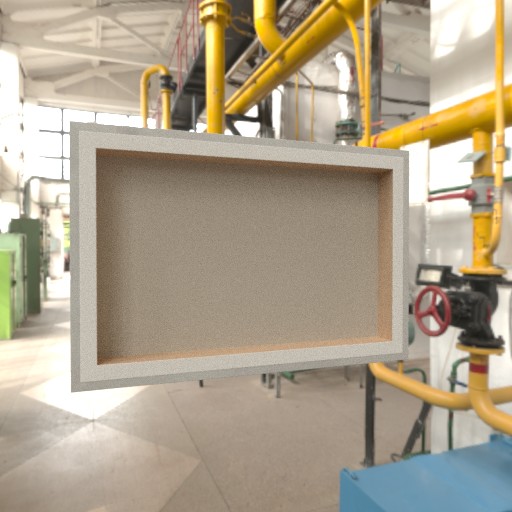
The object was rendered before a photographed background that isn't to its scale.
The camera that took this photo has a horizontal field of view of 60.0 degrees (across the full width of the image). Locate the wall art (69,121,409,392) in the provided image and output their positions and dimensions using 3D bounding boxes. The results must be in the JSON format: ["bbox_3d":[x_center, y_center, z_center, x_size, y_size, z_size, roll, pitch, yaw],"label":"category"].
[{"bbox_3d":[0.000,0.000,0.494,0.381,0.254,0.038,0,1,-19],"label":"wall art"}]
